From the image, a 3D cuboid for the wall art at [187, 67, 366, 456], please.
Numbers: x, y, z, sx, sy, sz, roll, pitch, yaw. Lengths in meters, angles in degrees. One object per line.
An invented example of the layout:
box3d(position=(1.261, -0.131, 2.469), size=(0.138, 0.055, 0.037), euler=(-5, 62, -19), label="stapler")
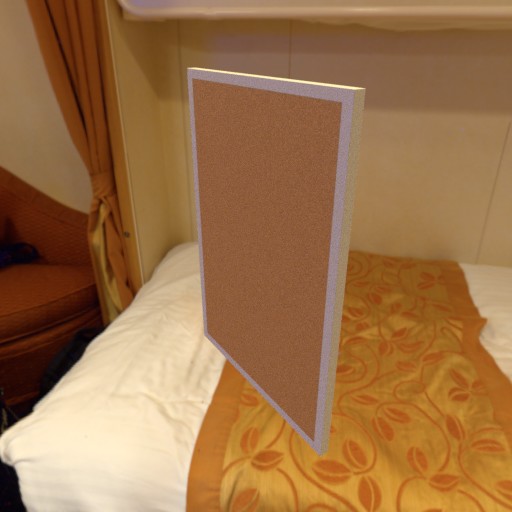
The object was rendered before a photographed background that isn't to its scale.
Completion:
box3d(position=(0.000, 0.000, 0.573), size=(0.013, 0.433, 0.303), euler=(-17, 31, -30), label="wall art")
